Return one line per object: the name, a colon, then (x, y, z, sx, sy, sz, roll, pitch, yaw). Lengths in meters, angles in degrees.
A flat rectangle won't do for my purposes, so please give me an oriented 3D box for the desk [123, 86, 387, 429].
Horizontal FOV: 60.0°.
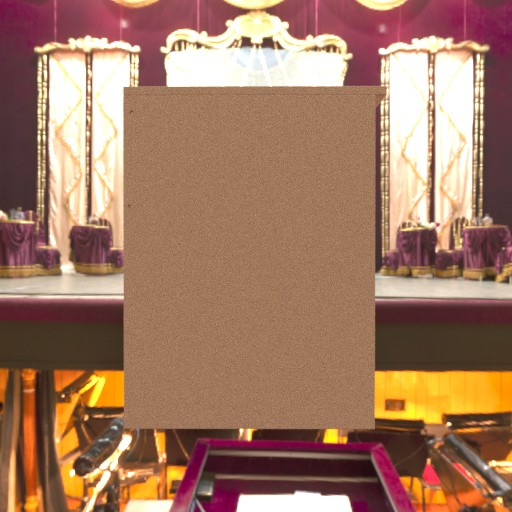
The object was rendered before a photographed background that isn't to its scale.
desk: (0.000, 0.000, 1.493, 0.560, 0.730, 1.100, 0, 0, 0)
